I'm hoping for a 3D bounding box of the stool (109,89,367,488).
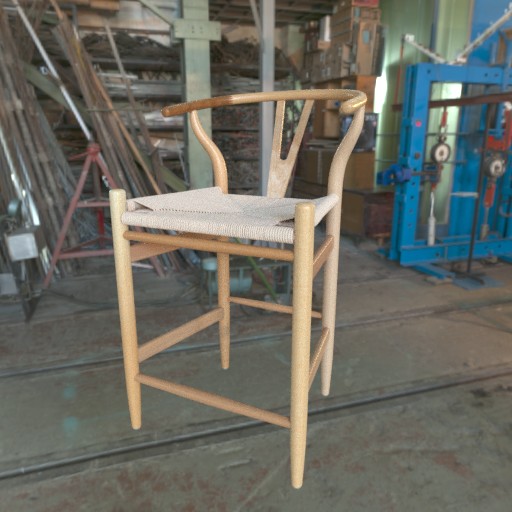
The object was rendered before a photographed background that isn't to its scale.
[{"bbox_3d":[0.000,0.000,1.250,0.536,0.923,0.575,8,17,25],"label":"stool"}]
